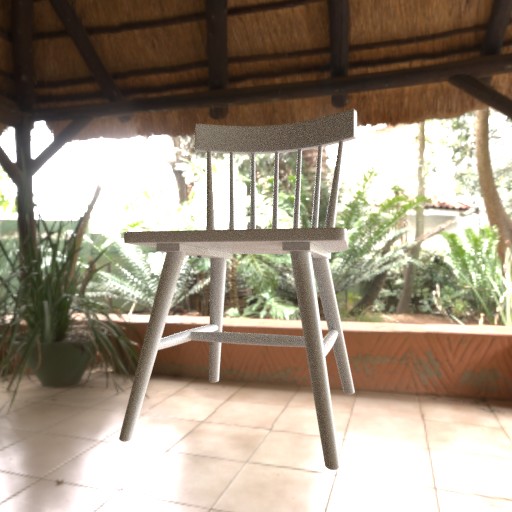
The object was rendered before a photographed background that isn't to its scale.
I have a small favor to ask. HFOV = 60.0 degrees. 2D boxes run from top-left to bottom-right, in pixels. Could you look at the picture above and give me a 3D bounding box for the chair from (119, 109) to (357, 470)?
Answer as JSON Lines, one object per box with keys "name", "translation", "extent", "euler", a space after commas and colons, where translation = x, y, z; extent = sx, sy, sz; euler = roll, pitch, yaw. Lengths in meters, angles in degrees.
{"name": "chair", "translation": [0.000, 0.000, 1.108], "extent": [0.483, 0.787, 0.500], "euler": [0, 0, 17]}
